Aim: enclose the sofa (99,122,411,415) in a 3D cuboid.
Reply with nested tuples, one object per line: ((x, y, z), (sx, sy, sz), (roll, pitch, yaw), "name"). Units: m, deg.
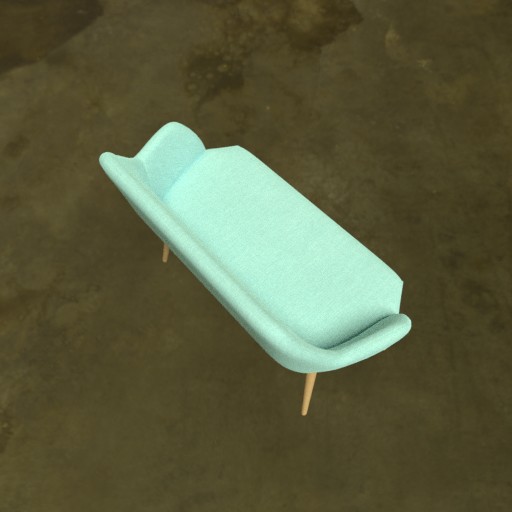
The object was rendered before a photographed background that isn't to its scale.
((0.000, 0.000, 1.639), (0.610, 0.840, 1.150), (-37, 65, -21), "sofa")
